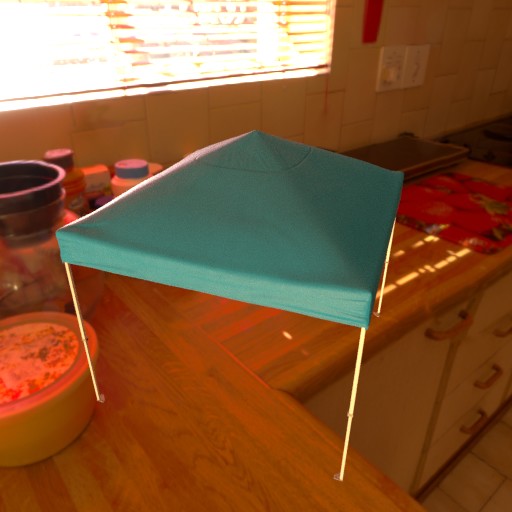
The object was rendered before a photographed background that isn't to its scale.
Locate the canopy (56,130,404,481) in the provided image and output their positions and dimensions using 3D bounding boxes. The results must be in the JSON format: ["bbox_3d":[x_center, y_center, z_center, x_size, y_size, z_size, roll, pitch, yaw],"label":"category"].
[{"bbox_3d":[0.000,0.000,5.335,2.998,2.997,2.996,10,31,18],"label":"canopy"}]
